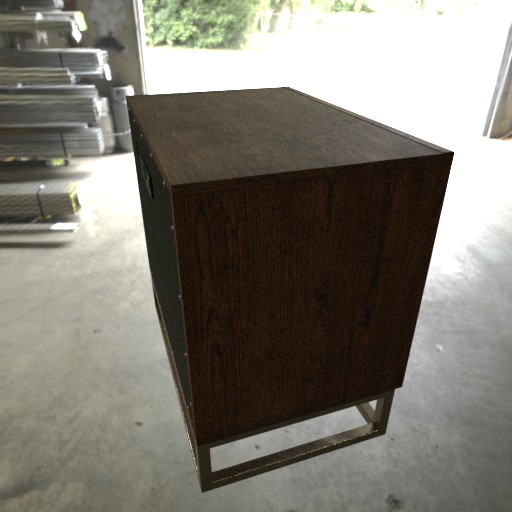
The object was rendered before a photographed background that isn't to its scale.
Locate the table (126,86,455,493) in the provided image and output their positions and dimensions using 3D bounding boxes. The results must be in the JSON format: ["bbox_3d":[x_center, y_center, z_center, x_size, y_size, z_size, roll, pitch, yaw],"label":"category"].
[{"bbox_3d":[0.000,0.000,1.214,0.542,0.746,0.767,-10,31,-17],"label":"table"}]
